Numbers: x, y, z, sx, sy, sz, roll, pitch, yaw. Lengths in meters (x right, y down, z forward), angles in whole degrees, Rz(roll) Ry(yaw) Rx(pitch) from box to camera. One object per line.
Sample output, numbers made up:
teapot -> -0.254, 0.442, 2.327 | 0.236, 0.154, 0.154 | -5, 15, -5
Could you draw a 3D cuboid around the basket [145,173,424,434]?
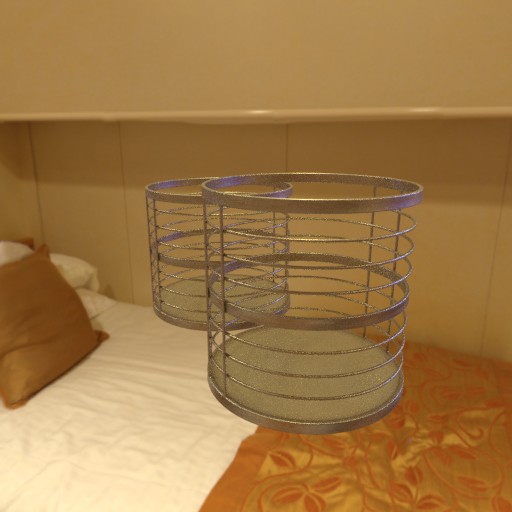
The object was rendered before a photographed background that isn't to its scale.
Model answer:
basket -> 0.000, 0.000, 0.947 | 0.356, 0.351, 0.746 | -8, 18, -26
